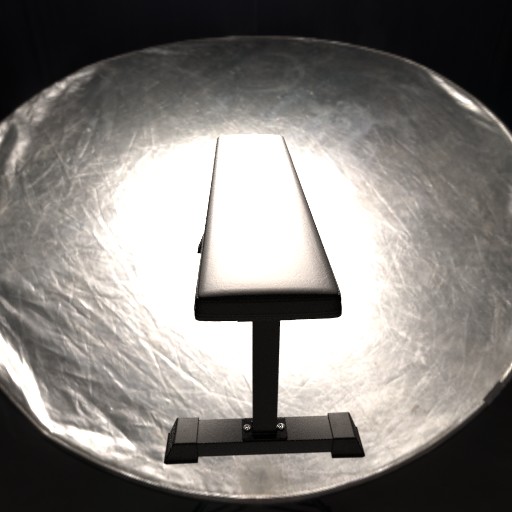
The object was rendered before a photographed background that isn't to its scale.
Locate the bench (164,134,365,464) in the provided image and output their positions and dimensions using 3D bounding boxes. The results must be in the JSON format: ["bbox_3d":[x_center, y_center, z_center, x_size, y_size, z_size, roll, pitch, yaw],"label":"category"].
[{"bbox_3d":[0.000,0.000,1.293,0.439,0.453,1.072,-1,29,-2],"label":"bench"}]
